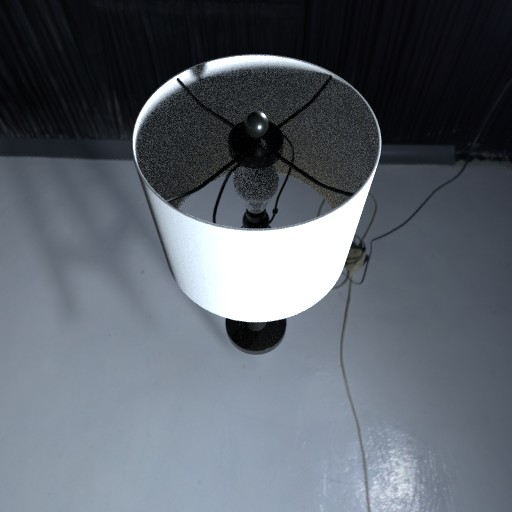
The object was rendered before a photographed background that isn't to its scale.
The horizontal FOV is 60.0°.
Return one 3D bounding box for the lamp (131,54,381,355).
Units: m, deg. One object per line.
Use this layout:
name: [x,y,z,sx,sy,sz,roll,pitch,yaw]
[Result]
lamp: [0.000,0.000,0.797,0.305,0.640,0.305,1,58,0]
